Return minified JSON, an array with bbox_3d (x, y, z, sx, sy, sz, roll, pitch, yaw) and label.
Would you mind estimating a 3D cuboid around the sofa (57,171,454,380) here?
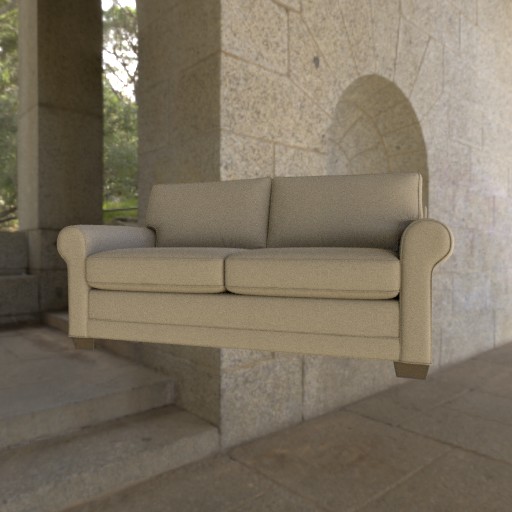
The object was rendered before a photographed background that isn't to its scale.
[{"bbox_3d":[0.000,0.000,2.396,1.930,0.952,0.940,0,1,19],"label":"sofa"}]
